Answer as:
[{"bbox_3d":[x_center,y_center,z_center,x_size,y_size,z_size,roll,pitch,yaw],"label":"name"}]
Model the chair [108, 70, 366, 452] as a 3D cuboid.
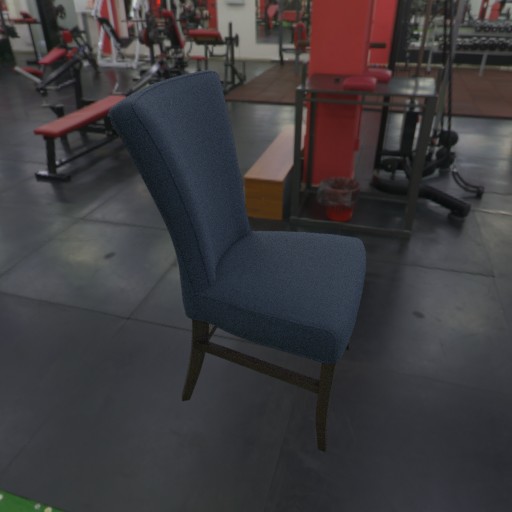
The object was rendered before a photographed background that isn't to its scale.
[{"bbox_3d":[0.000,0.000,1.373,0.660,0.991,0.520,10,33,16],"label":"chair"}]
